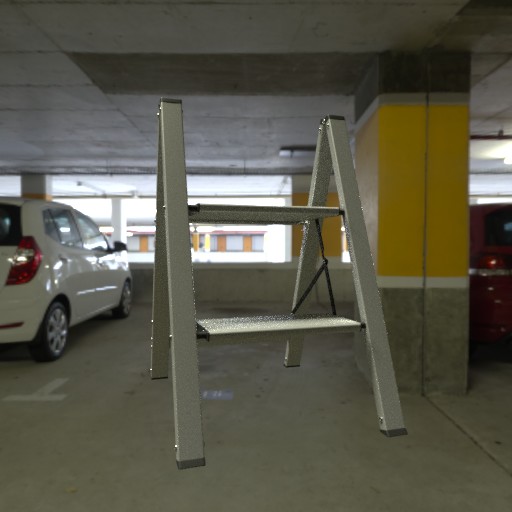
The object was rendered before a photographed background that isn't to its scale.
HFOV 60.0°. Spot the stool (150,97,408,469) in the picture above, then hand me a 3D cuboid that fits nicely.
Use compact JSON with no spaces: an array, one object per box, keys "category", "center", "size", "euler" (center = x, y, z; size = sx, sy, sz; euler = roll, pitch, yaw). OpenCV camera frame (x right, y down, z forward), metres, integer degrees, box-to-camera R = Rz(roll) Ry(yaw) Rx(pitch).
[{"category":"stool","center":[0.000,0.000,1.021],"size":[0.440,0.670,0.535],"euler":[0,1,-18]}]
